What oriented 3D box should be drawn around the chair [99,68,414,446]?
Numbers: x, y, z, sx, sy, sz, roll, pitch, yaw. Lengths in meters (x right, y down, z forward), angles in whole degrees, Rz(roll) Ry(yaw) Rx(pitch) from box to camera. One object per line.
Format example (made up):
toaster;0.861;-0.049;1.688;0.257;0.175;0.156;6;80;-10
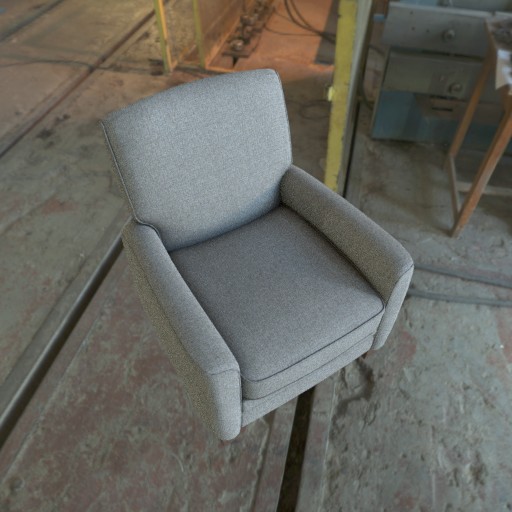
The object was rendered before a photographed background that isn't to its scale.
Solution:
chair;0.000;0.000;1.645;0.848;1.014;0.864;-25;52;-21
